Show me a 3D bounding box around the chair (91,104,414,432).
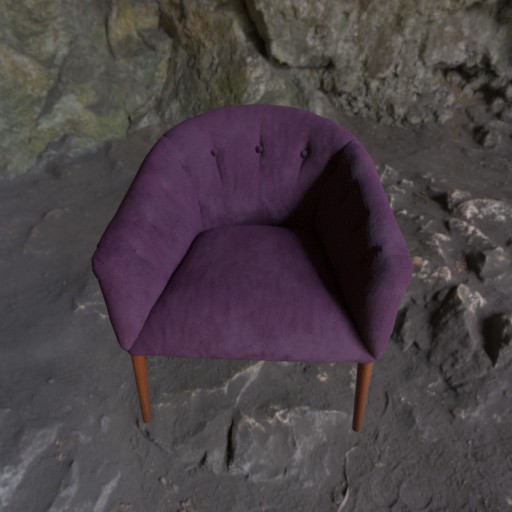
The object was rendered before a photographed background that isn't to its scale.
[{"bbox_3d":[0.000,0.000,1.533,0.851,0.885,0.776,1,30,2],"label":"chair"}]
